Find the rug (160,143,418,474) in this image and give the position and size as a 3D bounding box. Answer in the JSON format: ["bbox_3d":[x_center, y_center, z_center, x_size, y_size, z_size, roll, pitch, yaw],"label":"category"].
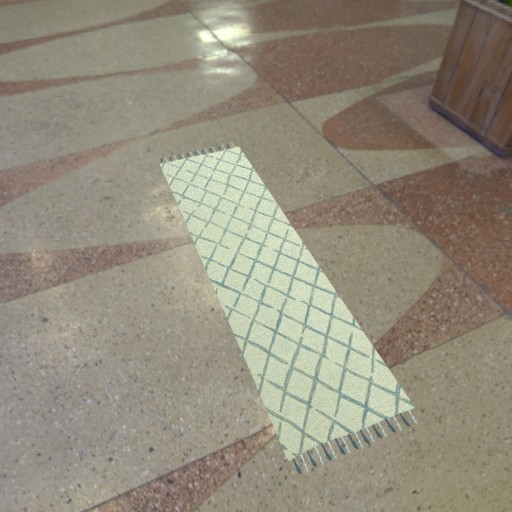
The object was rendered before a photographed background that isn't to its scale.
[{"bbox_3d":[0.000,0.000,2.604,0.620,0.008,2.372,-16,49,-15],"label":"rug"}]
